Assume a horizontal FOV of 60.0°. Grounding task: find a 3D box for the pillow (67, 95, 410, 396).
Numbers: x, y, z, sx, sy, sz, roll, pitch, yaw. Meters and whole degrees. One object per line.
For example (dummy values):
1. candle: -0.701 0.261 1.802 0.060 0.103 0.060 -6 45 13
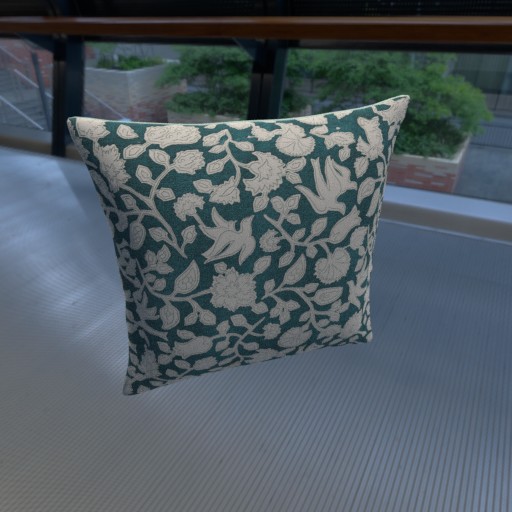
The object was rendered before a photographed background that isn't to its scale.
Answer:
1. pillow: 0.000 0.000 0.774 0.525 0.508 0.166 -9 31 -15
